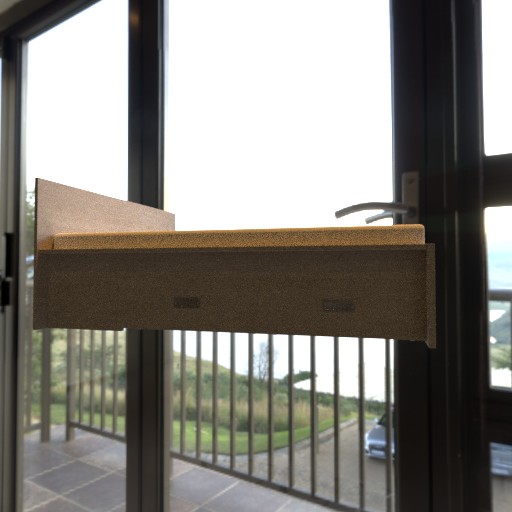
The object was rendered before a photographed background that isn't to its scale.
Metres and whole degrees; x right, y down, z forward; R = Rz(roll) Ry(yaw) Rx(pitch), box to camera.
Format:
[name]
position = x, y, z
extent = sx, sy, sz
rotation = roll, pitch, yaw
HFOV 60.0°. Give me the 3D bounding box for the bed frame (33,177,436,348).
[bed frame]
position = 0.000, 0.000, 2.835
extent = 1.960, 0.800, 1.622
rotation = 0, -2, 16
